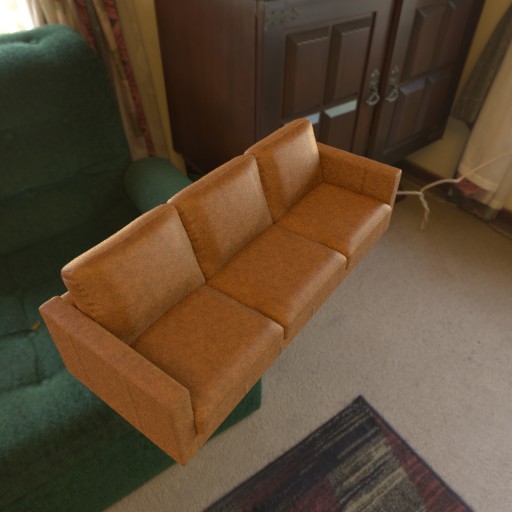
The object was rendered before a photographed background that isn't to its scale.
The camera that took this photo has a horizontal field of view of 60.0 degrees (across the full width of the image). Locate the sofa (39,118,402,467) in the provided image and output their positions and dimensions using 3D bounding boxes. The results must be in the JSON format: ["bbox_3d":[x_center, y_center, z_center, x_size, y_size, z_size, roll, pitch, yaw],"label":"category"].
[{"bbox_3d":[0.000,0.000,2.696,0.903,0.930,2.231,26,48,27],"label":"sofa"}]
